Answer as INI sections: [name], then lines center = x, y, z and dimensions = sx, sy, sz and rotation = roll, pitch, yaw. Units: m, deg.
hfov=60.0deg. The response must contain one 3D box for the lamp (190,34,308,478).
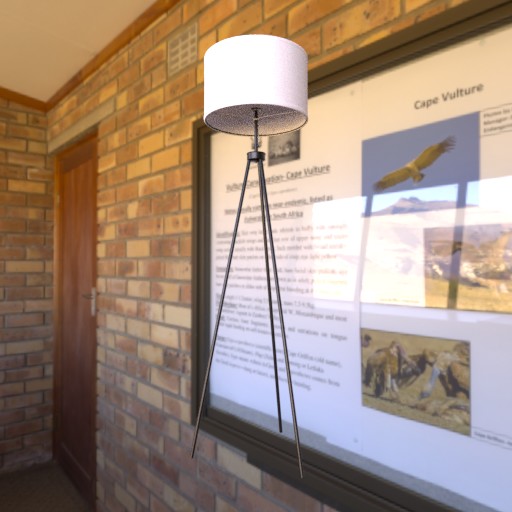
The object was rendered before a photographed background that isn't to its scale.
[lamp]
center = 0.000, 0.000, 1.767
dimensions = 0.448, 1.545, 0.458
rotation = 0, -1, 17
